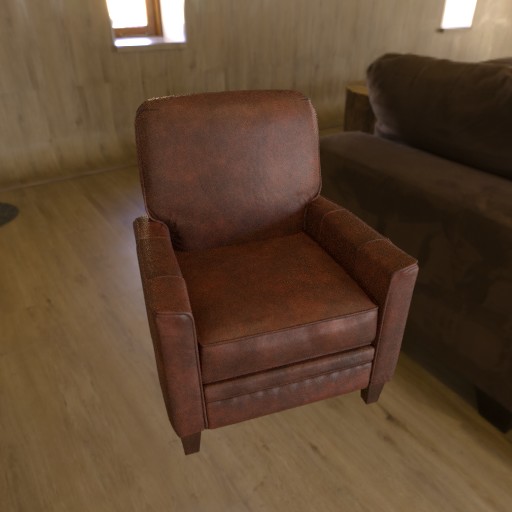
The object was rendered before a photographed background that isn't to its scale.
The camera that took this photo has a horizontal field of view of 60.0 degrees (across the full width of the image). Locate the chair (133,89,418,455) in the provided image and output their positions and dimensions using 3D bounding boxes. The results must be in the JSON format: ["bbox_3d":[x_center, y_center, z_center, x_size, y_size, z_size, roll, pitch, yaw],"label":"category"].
[{"bbox_3d":[0.000,0.000,1.650,0.843,1.043,0.836,-9,32,-16],"label":"chair"}]
